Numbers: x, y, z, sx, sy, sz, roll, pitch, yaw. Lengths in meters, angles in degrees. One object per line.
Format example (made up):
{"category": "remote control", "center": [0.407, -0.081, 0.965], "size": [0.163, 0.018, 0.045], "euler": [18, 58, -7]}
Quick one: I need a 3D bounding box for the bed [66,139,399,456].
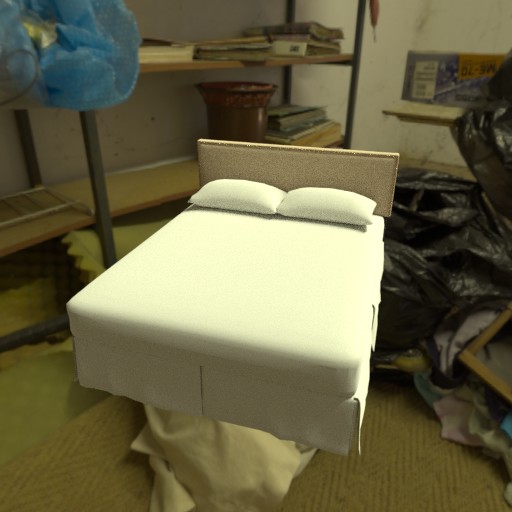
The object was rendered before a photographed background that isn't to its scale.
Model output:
{"category": "bed", "center": [0.000, 0.000, 2.857], "size": [1.616, 1.016, 1.876], "euler": [8, 28, 16]}
